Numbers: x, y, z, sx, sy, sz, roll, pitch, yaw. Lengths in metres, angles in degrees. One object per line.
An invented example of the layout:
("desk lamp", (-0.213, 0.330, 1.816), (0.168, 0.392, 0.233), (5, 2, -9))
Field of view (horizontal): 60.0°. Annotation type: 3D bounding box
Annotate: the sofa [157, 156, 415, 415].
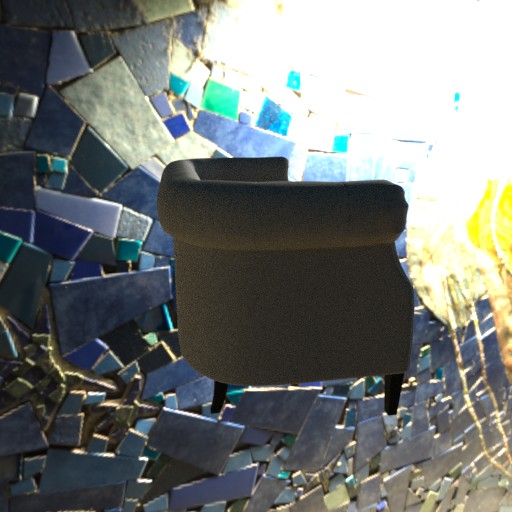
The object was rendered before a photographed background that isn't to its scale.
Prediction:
("sofa", (0.000, 0.000, 2.040), (0.835, 0.827, 1.558), (-3, 16, -10))
